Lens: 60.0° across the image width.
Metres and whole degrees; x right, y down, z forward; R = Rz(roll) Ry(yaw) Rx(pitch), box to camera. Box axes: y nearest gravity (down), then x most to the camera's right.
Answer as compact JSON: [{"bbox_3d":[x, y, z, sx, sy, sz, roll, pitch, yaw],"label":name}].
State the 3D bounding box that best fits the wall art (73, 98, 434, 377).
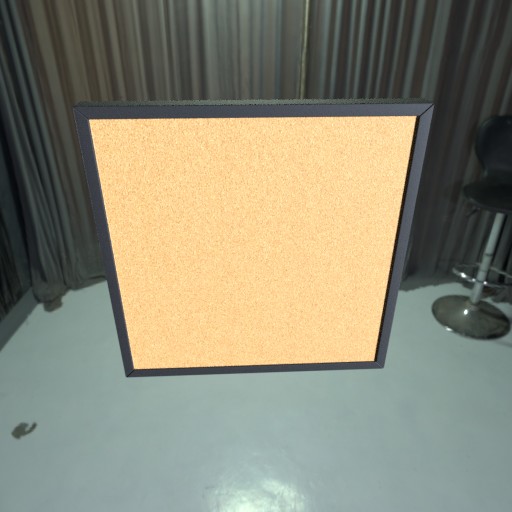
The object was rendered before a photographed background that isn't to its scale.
[{"bbox_3d":[0.000,0.000,0.761,0.508,0.508,0.037,-1,30,-2],"label":"wall art"}]
